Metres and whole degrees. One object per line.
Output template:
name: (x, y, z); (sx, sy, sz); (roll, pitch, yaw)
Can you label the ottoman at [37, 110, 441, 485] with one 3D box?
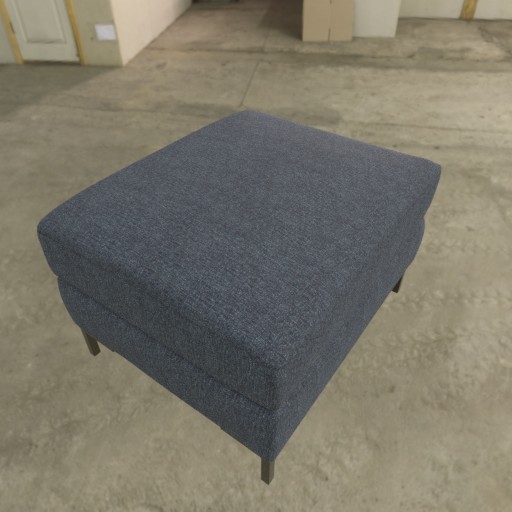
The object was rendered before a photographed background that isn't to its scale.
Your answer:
ottoman: (0.000, 0.000, 1.247); (0.695, 0.533, 0.831); (25, 46, 26)
